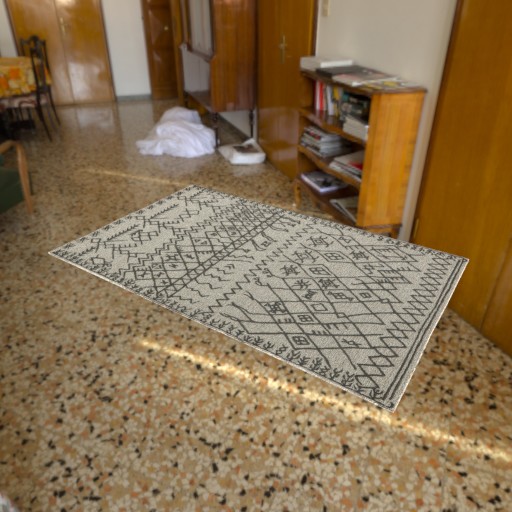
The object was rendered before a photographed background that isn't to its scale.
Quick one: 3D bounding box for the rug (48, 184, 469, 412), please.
[{"bbox_3d":[0.000,0.000,4.744,3.824,0.019,2.393,19,35,29],"label":"rug"}]
